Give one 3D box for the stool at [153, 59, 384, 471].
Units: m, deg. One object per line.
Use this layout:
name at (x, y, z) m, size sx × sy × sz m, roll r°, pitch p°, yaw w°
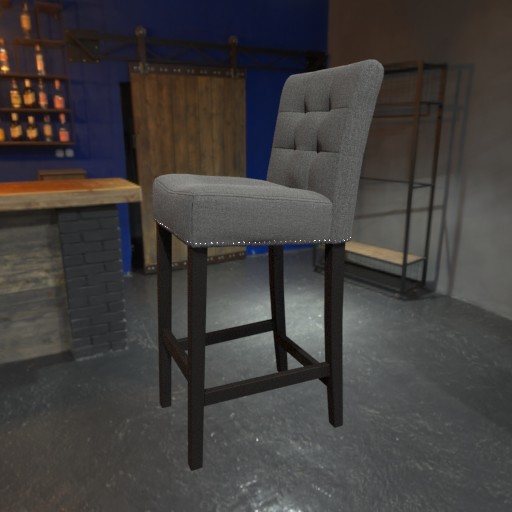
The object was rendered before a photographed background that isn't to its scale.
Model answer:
stool at (0.000, 0.000, 1.299) m, size 0.548 × 1.047 × 0.411 m, roll -8°, pitch 18°, yaw -25°
